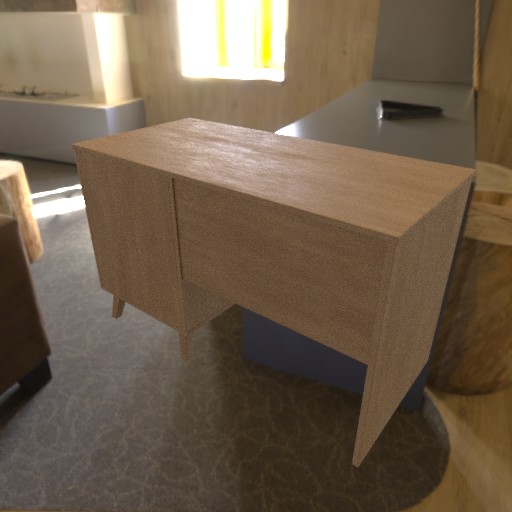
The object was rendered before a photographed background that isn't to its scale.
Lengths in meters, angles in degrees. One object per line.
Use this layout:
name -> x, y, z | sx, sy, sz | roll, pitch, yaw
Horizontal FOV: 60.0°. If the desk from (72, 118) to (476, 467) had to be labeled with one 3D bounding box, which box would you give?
desk -> 0.000, 0.000, 1.677 | 1.251, 0.770, 0.600 | 21, 35, 33
